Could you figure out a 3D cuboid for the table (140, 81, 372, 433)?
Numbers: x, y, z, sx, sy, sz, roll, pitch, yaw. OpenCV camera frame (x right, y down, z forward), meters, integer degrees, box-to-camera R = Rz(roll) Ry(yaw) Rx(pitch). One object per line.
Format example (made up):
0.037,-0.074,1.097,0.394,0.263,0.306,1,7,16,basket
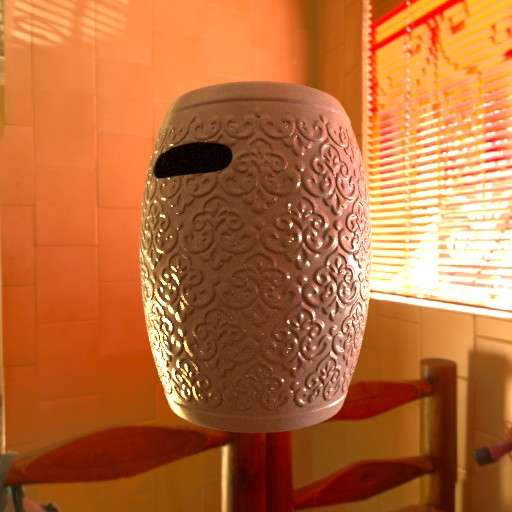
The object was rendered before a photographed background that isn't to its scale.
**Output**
0.000,0.000,0.609,0.309,0.397,0.309,0,1,0,table
